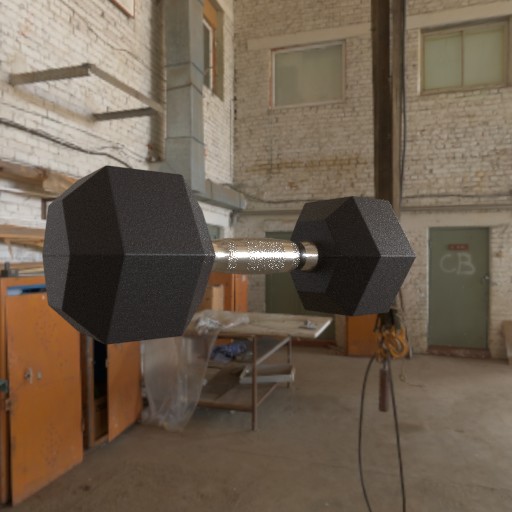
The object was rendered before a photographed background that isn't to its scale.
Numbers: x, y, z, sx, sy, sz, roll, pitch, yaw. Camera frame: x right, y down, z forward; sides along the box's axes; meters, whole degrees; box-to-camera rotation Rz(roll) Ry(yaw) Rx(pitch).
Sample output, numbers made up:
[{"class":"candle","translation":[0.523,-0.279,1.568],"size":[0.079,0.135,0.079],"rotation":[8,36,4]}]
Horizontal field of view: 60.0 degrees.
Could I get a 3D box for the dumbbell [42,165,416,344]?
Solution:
[{"class":"dumbbell","translation":[0.000,0.000,0.421],"size":[0.356,0.123,0.141],"rotation":[0,0,-36]}]
